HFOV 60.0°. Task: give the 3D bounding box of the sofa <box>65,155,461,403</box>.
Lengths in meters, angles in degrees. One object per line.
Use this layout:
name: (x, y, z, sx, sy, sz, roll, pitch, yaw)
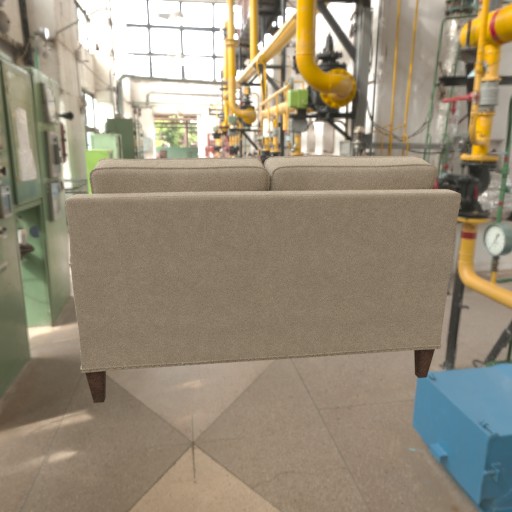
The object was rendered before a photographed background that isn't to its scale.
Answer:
sofa: (0.000, 0.000, 2.238, 1.597, 1.002, 1.084, -2, 14, -8)
